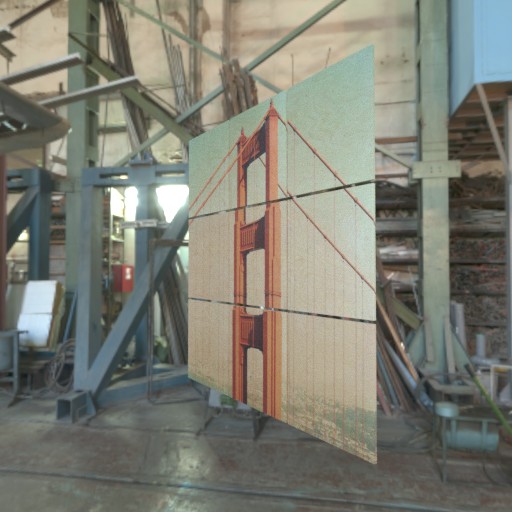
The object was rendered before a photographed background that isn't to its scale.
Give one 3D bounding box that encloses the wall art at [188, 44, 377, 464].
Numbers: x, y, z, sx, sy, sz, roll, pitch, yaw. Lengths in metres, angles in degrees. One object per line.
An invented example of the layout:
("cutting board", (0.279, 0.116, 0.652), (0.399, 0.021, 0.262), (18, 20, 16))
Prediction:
("wall art", (0.000, 0.000, 2.233), (0.013, 1.523, 1.517), (1, -2, -34))
